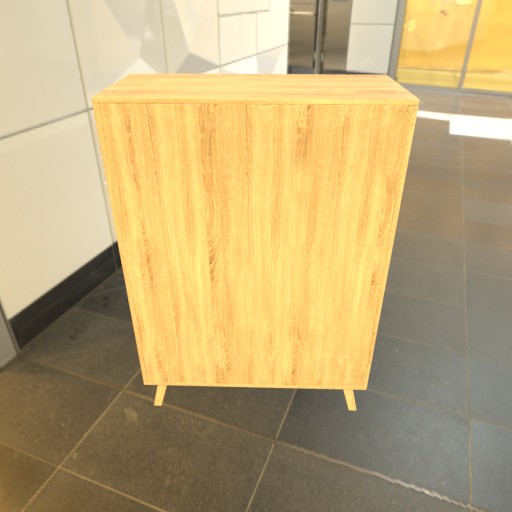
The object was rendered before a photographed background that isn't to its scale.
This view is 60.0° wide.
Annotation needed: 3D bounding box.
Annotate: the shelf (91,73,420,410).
[{"bbox_3d":[0.000,0.000,1.898,1.000,1.390,0.450,1,31,2],"label":"shelf"}]
